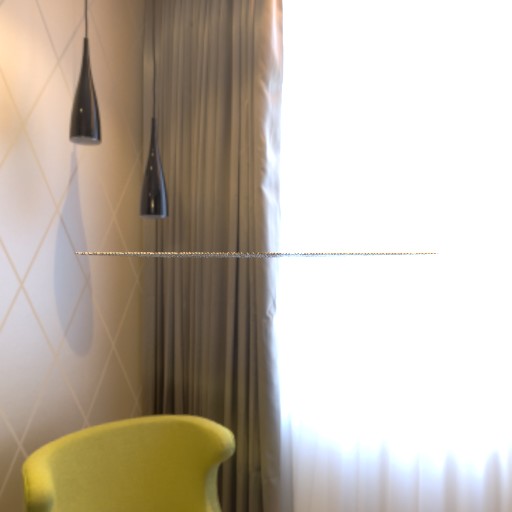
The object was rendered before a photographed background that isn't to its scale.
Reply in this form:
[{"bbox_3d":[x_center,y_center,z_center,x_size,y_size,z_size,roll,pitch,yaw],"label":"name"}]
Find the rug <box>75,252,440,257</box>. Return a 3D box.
[{"bbox_3d":[0.000,0.000,4.262,2.143,0.015,3.422,0,0,-1],"label":"rug"}]
